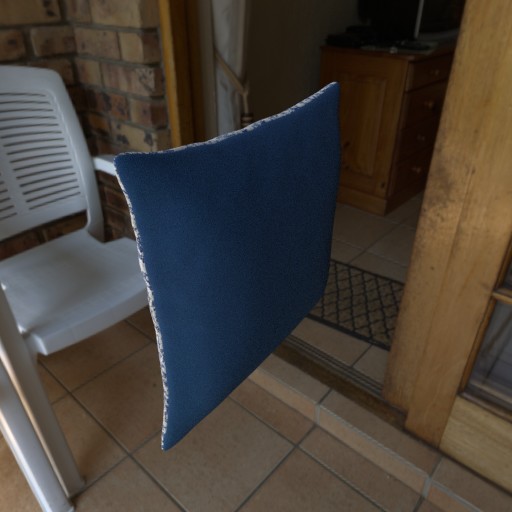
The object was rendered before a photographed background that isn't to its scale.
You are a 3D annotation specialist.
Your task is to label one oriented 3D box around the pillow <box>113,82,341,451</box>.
[{"bbox_3d":[0.000,0.000,0.781,0.166,0.510,0.523,21,37,30],"label":"pillow"}]
